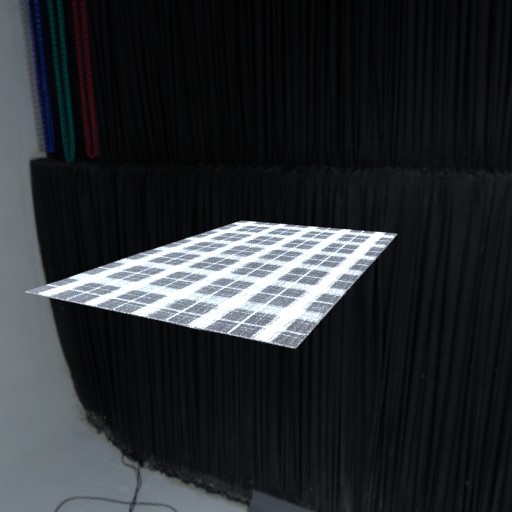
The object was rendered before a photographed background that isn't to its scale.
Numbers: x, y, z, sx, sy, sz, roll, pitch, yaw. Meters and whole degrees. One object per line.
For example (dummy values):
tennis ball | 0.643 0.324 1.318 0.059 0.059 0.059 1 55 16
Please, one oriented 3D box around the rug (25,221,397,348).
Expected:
rug | 0.000 0.000 3.058 1.520 0.015 2.434 7 16 25
